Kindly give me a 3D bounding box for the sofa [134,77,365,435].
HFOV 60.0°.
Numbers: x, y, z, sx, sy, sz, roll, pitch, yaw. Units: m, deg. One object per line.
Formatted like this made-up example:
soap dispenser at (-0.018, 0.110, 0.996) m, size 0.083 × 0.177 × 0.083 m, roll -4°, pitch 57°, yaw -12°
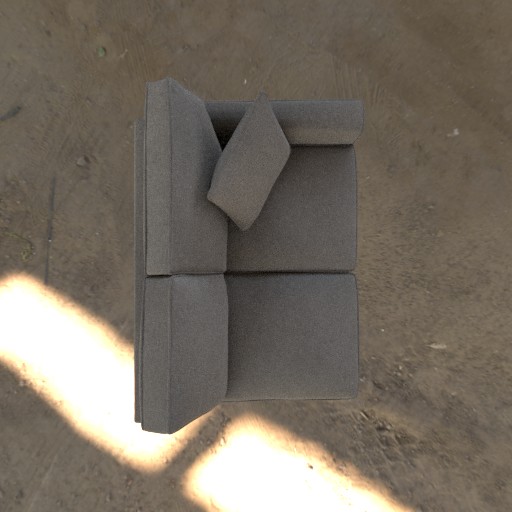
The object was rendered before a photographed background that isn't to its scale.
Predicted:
sofa at (0.000, 0.000, 2.101) m, size 0.991 × 0.989 × 1.388 m, roll 0°, pitch 90°, yaw 0°
